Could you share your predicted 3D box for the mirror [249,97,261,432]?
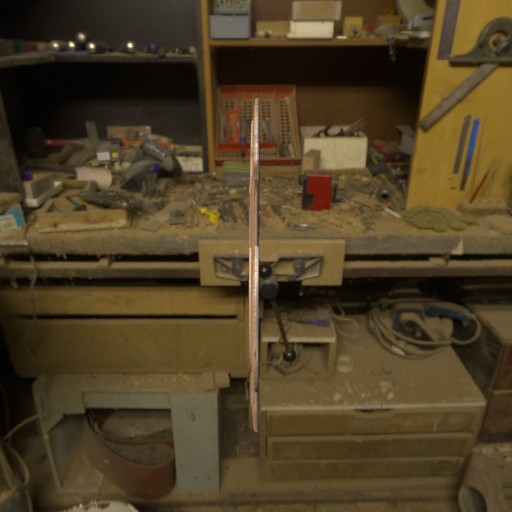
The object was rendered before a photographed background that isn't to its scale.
[{"bbox_3d":[0.000,0.000,1.043,0.019,0.686,0.686,0,27,0],"label":"mirror"}]
